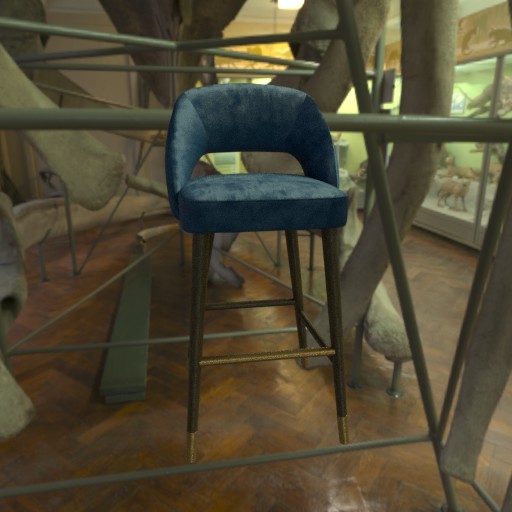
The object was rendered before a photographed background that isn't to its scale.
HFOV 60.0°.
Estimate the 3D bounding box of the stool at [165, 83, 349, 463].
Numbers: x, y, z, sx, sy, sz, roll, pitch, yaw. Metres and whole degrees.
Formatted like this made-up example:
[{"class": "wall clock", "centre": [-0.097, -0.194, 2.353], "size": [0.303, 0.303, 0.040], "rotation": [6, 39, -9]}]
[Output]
[{"class": "stool", "centre": [0.000, 0.000, 1.345], "size": [0.514, 1.016, 0.515], "rotation": [-3, 17, -9]}]
